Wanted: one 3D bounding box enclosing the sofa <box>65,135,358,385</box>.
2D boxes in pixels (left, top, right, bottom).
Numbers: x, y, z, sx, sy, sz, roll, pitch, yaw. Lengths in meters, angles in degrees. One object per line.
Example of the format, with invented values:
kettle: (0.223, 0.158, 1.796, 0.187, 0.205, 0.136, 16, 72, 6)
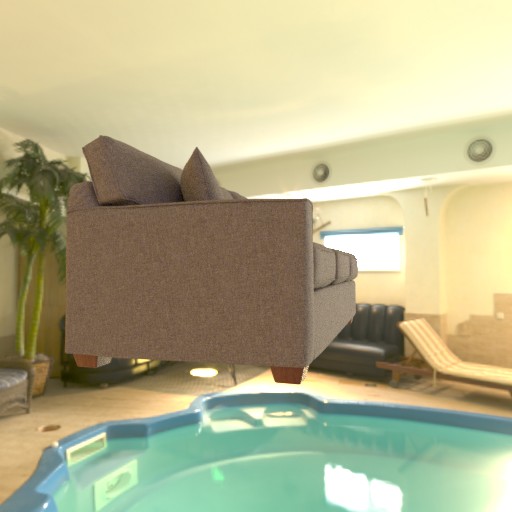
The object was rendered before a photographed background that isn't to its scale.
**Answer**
sofa: (0.000, 0.000, 2.573, 1.034, 0.946, 1.963, -1, -2, 18)
